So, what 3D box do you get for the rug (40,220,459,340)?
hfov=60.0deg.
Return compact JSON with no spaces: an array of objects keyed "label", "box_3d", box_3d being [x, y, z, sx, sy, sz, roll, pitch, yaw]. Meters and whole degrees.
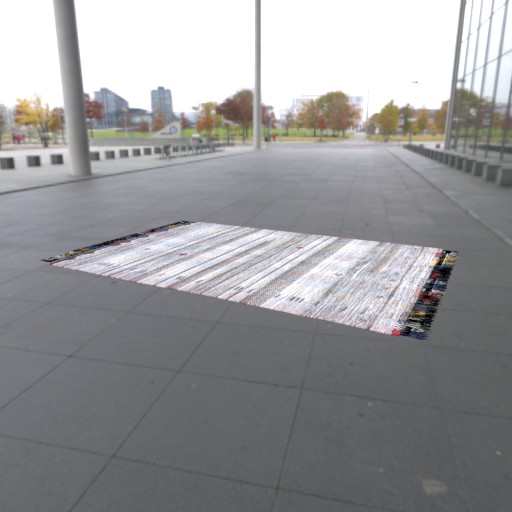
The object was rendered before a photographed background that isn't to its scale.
[{"label":"rug","box_3d":[0.000,0.000,2.281,1.848,0.012,1.217,8,18,27]}]
